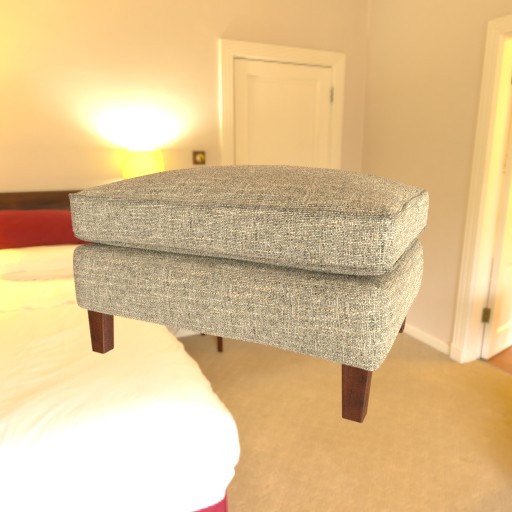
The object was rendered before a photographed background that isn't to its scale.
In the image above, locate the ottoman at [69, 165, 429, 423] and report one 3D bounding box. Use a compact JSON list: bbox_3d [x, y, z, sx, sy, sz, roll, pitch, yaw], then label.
[{"bbox_3d":[0.000,0.000,1.008,0.686,0.406,0.508,7,15,26],"label":"ottoman"}]
